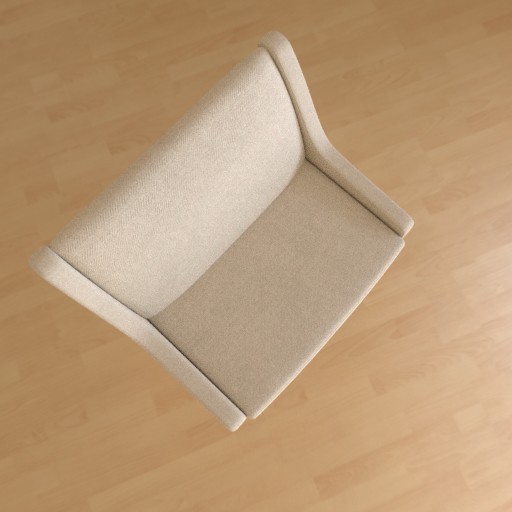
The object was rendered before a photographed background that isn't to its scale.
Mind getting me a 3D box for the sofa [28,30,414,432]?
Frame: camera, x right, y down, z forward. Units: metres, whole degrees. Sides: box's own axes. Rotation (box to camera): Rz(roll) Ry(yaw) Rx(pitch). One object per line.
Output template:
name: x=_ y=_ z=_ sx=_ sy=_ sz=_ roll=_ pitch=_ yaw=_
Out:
sofa: x=0.000 y=0.000 z=1.922 sx=0.946 sy=0.976 sz=1.212 roll=42 pitch=80 yaw=9
